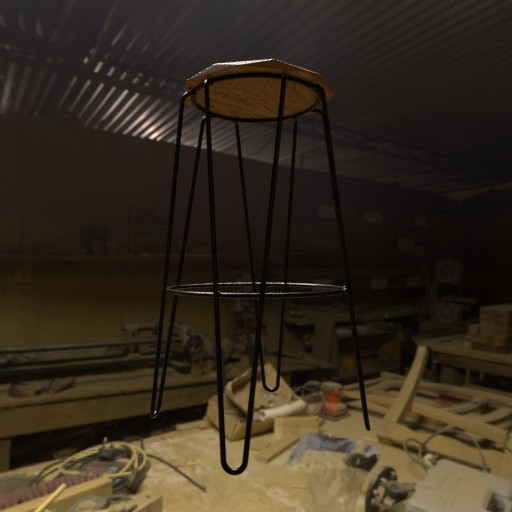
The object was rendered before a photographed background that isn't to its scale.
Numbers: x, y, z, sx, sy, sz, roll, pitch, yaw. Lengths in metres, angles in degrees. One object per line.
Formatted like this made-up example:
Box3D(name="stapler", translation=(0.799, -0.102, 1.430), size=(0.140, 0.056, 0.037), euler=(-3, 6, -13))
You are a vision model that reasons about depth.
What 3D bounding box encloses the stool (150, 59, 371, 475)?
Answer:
Box3D(name="stool", translation=(0.000, 0.000, 0.812), size=(0.326, 0.610, 0.326), euler=(0, -1, -35))
